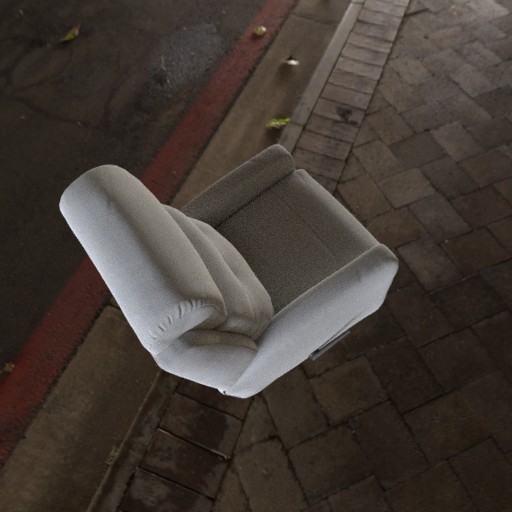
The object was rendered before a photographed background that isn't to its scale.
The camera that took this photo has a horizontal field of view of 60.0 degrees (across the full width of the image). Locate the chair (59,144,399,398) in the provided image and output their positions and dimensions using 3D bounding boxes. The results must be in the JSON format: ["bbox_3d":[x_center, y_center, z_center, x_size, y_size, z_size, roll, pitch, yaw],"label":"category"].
[{"bbox_3d":[0.000,0.000,1.704,1.043,1.013,0.798,-32,64,-18],"label":"chair"}]
